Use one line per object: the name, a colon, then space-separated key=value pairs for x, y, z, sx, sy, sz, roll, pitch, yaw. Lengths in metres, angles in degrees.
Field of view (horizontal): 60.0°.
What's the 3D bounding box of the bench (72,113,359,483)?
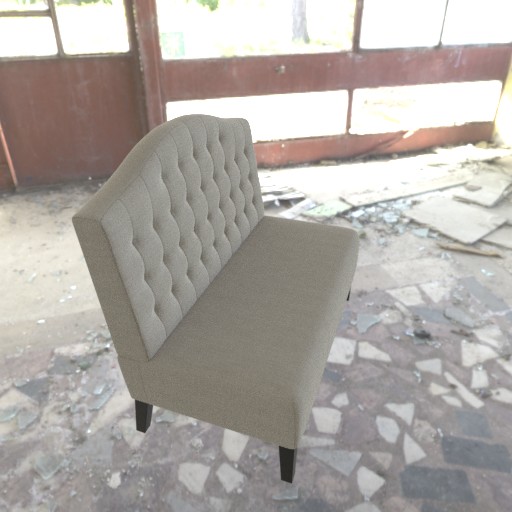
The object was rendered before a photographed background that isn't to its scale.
bench: x=0.000 y=0.000 z=2.055 sx=0.815 sy=1.180 sz=1.335 roll=11 pitch=33 yaw=17
